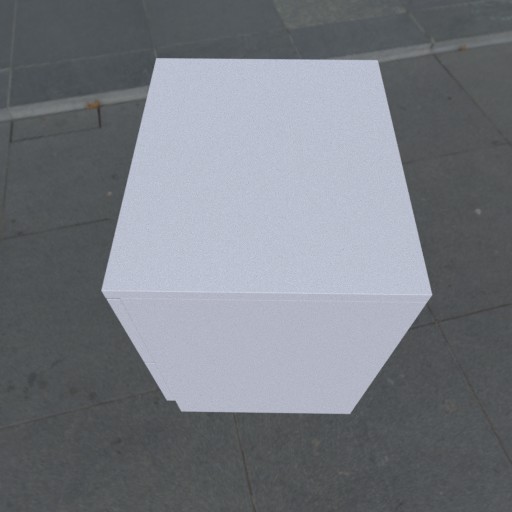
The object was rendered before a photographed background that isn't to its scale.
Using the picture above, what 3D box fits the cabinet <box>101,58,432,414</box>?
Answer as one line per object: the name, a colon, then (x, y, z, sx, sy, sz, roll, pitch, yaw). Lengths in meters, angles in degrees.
cabinet: (0.000, 0.000, 0.753, 0.360, 0.470, 0.400, 1, 56, 0)
